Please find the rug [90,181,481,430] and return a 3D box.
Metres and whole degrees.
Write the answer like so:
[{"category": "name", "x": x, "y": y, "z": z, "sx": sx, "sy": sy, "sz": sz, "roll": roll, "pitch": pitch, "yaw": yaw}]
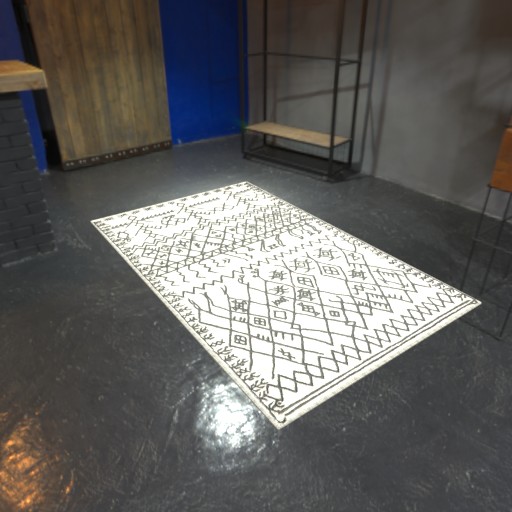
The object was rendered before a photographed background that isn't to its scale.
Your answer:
[{"category": "rug", "x": 0.000, "y": 0.000, "z": 3.087, "sx": 1.526, "sy": 0.012, "sz": 2.444, "roll": -20, "pitch": 36, "yaw": -30}]
